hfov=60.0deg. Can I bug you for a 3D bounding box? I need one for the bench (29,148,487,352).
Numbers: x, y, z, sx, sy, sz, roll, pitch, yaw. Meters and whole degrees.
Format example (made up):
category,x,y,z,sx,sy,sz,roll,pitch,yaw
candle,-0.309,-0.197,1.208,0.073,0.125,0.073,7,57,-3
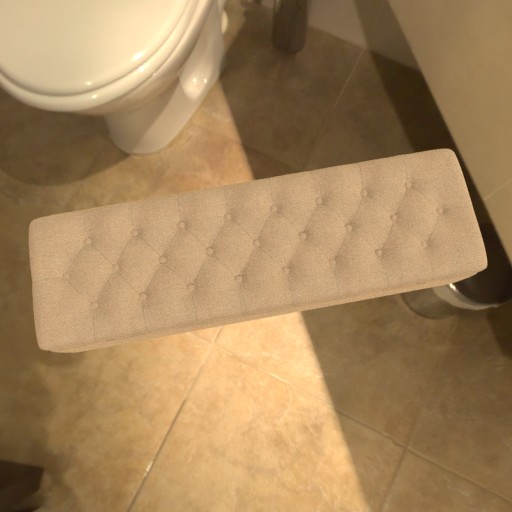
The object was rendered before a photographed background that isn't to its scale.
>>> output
category,x,y,z,sx,sy,sz,roll,pitch,yaw
bench,0.000,0.000,1.661,1.480,0.467,0.455,-10,78,-2
